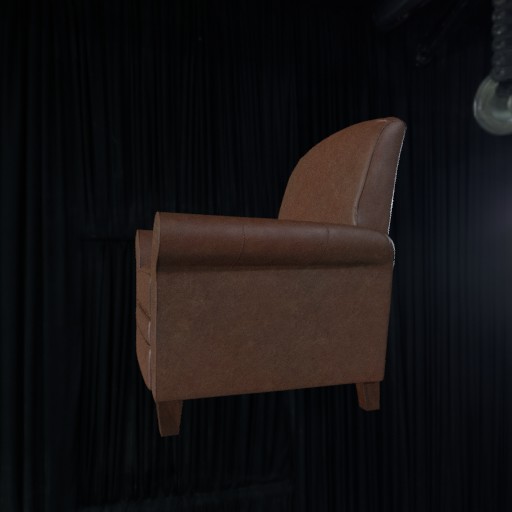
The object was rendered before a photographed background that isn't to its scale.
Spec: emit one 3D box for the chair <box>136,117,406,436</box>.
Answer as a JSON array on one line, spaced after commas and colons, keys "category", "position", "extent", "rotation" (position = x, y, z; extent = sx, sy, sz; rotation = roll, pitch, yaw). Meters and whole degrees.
[{"category": "chair", "position": [0.000, 0.000, 1.764], "extent": [0.902, 1.061, 0.978], "rotation": [0, 0, -19]}]
